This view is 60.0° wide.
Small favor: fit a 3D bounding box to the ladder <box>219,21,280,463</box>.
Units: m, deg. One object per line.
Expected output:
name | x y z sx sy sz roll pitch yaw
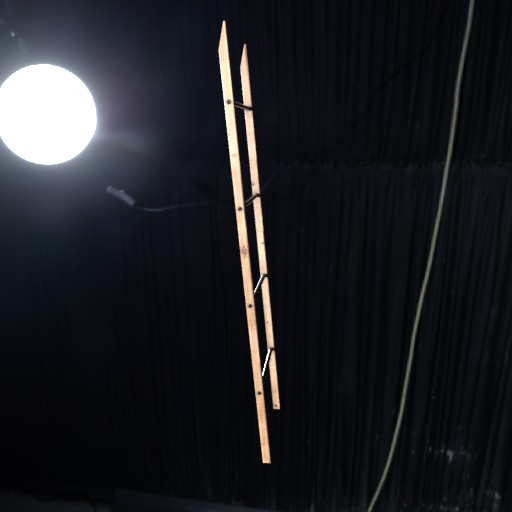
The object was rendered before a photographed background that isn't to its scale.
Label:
ladder | 0.000 0.000 1.974 0.200 1.805 0.442 2 15 9
